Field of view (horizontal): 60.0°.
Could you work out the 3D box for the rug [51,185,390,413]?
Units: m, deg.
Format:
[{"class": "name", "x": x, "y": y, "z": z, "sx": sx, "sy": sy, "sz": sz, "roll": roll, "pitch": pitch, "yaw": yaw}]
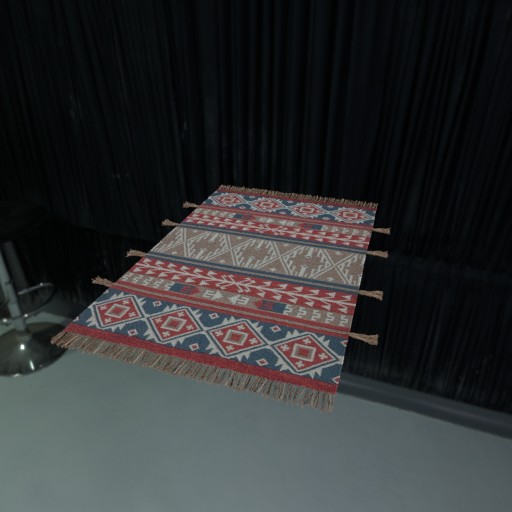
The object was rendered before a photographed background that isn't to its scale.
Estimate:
[{"class": "rug", "x": 0.000, "y": 0.000, "z": 2.573, "sx": 1.469, "sy": 0.040, "sz": 2.025, "roll": 9, "pitch": 31, "yaw": 16}]
